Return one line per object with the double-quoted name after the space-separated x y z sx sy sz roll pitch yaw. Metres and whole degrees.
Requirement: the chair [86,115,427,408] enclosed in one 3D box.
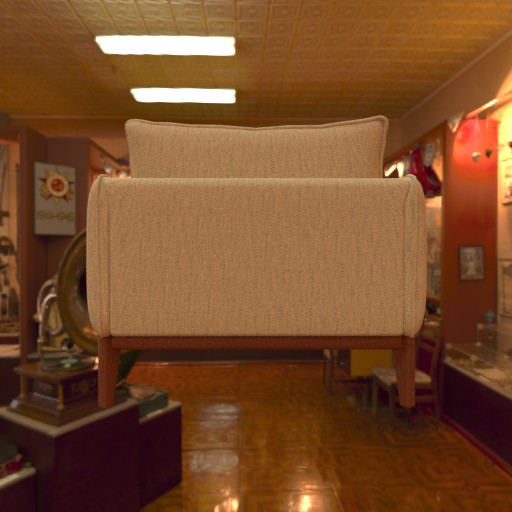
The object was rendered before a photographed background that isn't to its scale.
0.000 0.000 1.708 0.994 0.855 0.991 0 1 0 "chair"
